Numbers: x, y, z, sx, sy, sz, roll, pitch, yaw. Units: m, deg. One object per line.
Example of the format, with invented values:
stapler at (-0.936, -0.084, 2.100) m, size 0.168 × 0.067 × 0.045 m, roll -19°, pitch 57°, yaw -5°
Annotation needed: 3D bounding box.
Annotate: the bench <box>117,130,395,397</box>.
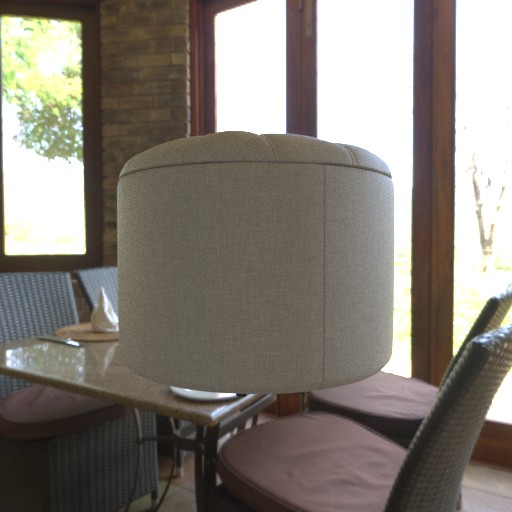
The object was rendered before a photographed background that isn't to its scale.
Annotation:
bench at (0.000, 0.000, 1.006) m, size 0.600 × 0.453 × 0.600 m, roll 0°, pitch 1°, yaw 0°
